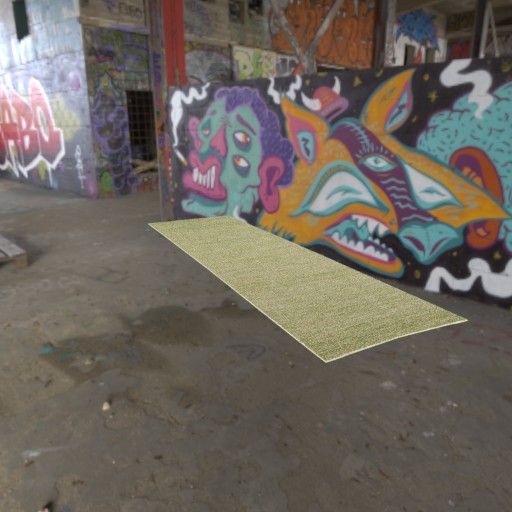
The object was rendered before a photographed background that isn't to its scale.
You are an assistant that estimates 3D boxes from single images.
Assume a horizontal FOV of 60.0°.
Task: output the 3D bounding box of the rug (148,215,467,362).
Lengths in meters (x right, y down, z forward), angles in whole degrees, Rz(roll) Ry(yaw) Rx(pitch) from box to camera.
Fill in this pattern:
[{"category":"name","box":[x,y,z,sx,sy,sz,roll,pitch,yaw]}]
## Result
[{"category":"rug","box":[0.000,0.000,2.570,0.686,0.013,2.340,-8,18,-26]}]
